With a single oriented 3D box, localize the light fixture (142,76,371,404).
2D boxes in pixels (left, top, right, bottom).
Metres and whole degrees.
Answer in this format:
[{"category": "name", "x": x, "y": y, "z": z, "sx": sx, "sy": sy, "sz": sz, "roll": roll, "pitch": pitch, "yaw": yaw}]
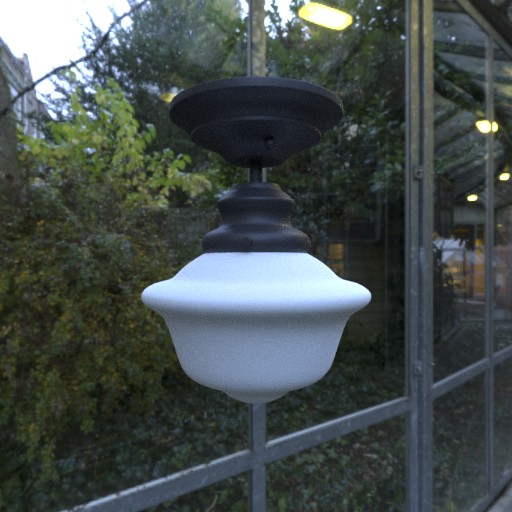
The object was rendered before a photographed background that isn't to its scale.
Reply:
[{"category": "light fixture", "x": 0.000, "y": 0.000, "z": 0.389, "sx": 0.197, "sy": 0.254, "sz": 0.197, "roll": 0, "pitch": -1, "yaw": 0}]
